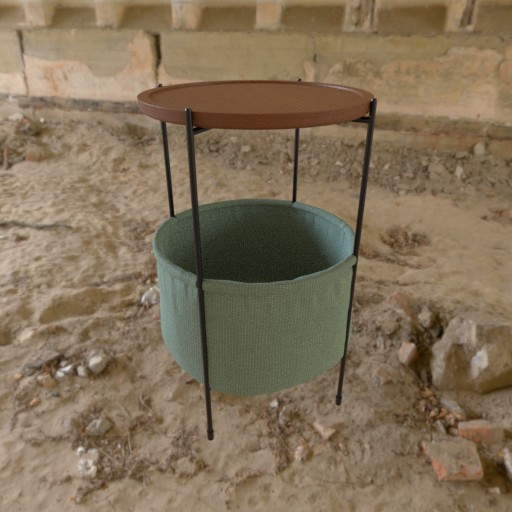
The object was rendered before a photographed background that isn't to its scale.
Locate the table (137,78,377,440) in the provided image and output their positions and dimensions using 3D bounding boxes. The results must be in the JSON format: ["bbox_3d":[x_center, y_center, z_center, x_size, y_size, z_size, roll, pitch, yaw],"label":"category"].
[{"bbox_3d":[0.000,0.000,0.883,0.400,0.623,0.400,-9,29,-16],"label":"table"}]
